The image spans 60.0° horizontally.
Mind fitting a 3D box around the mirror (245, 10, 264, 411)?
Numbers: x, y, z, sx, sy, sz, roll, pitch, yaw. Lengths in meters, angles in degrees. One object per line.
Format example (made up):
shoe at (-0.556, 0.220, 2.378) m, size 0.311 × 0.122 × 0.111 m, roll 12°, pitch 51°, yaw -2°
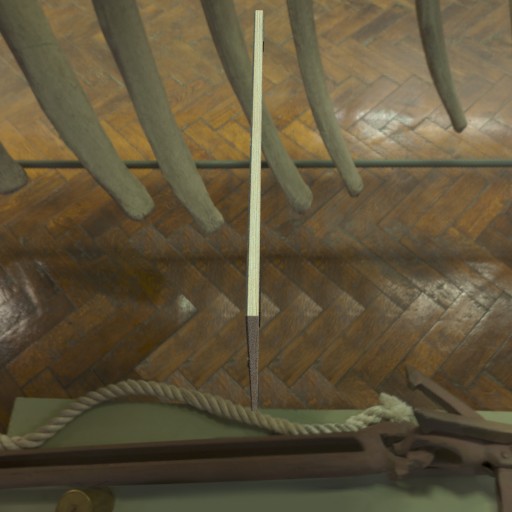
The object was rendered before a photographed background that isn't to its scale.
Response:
mirror at (0.000, 0.000, 1.257) m, size 0.025 × 0.996 × 0.705 m, roll 1°, pitch 63°, yaw 0°
